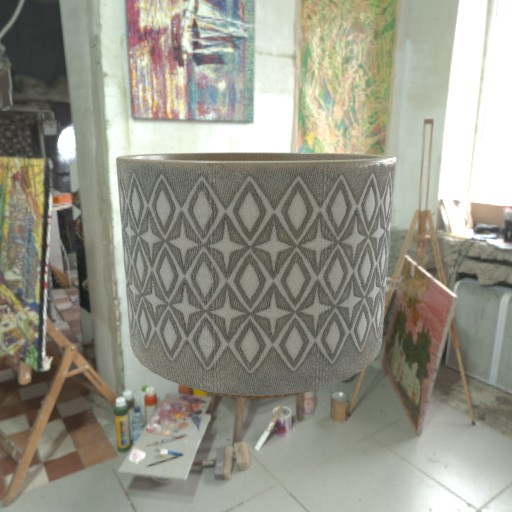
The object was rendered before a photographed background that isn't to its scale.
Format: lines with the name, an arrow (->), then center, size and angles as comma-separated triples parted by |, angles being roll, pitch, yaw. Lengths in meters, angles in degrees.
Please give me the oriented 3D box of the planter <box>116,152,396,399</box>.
planter -> 0.000, 0.000, 0.287 | 0.164, 0.127, 0.164 | 0, 15, 0
